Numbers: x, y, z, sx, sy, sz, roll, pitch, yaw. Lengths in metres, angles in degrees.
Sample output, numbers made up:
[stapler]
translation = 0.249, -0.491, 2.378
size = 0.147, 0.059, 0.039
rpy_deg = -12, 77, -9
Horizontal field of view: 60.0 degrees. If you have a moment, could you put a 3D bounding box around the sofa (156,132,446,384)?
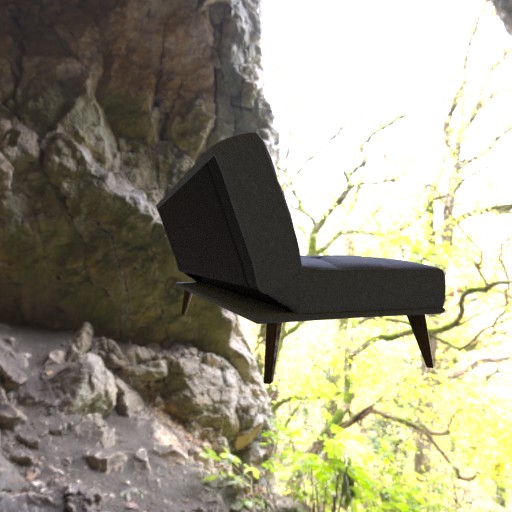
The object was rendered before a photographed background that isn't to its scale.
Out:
[sofa]
translation = 0.000, 0.000, 2.317
size = 0.860, 0.810, 1.800
rpy_deg = 0, 0, -18
